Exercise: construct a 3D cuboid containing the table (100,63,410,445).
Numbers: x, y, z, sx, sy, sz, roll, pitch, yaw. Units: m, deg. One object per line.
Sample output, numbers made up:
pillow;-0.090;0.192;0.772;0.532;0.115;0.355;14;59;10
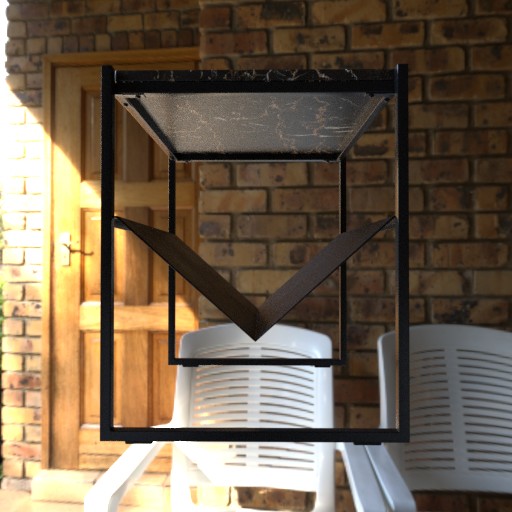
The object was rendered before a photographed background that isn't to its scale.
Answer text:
table;0.000;0.000;0.853;0.432;0.534;0.469;0;-1;1
